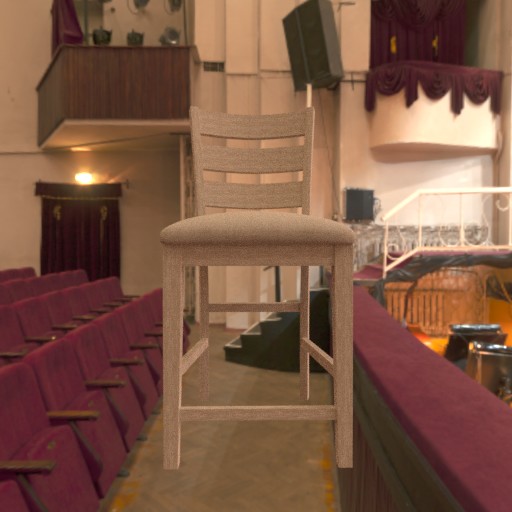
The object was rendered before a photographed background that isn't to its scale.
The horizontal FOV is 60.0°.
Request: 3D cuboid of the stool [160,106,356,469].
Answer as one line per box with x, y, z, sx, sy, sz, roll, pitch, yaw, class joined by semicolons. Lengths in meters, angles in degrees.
0.000;0.000;1.344;0.484;1.032;0.569;0;2;-1;stool
